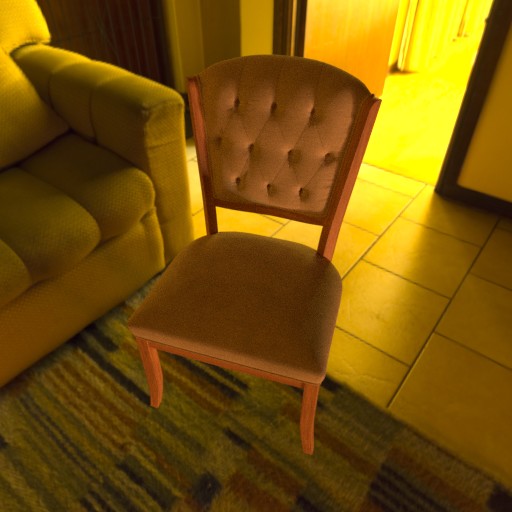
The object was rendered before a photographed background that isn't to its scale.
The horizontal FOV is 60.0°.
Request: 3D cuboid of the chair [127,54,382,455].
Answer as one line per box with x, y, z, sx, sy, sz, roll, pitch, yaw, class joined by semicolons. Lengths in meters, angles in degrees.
0.000;0.000;1.226;0.513;0.905;0.584;12;42;13;chair
